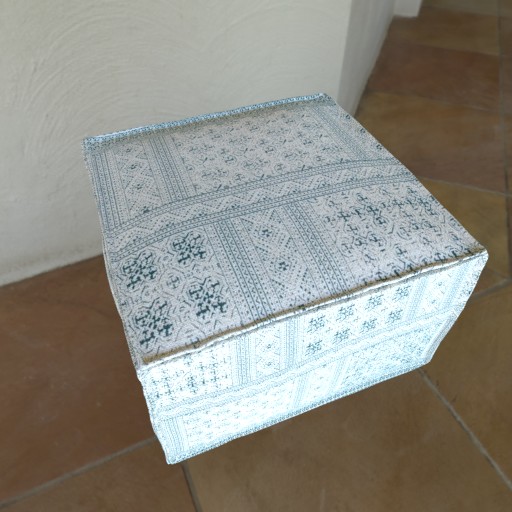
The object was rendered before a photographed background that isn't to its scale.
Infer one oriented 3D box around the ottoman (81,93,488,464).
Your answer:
[{"bbox_3d":[0.000,0.000,0.996,0.626,0.439,0.617,-16,49,-14],"label":"ottoman"}]
